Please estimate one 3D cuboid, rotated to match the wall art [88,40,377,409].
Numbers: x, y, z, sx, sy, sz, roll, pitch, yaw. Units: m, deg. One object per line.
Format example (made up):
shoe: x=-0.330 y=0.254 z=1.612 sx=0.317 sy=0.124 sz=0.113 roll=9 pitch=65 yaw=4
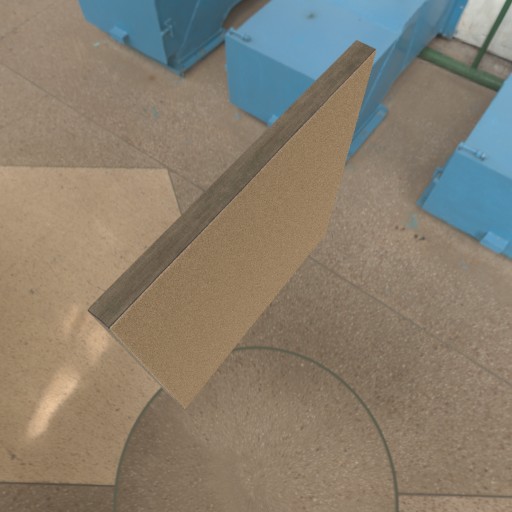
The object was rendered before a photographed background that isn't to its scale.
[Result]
wall art: x=0.000 y=0.000 z=1.110 sx=0.050 sy=0.751 sz=0.749 roll=34 pitch=68 yaw=16
